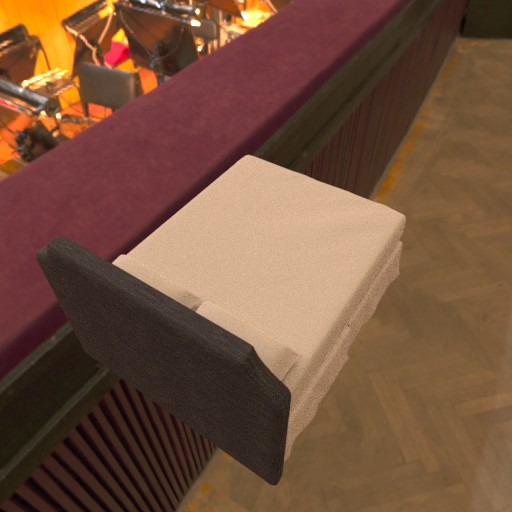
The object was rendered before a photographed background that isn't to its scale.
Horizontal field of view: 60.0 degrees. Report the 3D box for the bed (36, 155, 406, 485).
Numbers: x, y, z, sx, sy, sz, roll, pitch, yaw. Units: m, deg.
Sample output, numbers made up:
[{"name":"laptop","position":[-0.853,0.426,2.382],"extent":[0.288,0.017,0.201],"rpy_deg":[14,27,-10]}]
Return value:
[{"name":"bed","position":[0.000,0.000,3.148],"extent":[1.693,1.290,2.116],"rpy_deg":[26,52,22]}]
